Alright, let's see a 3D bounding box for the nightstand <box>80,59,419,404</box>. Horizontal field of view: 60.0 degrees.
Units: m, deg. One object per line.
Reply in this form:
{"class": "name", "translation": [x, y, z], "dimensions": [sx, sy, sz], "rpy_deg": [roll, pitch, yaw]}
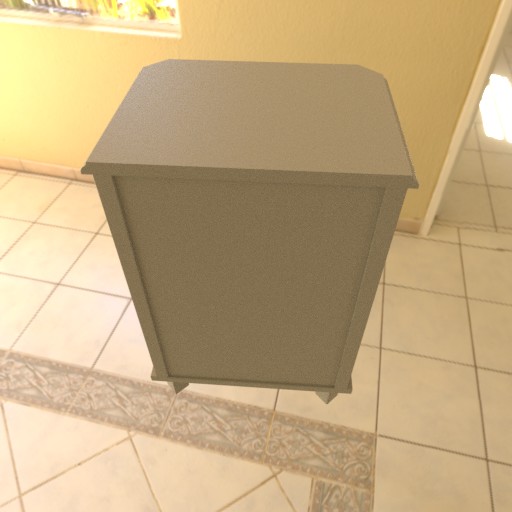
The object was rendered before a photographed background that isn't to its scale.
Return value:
{"class": "nightstand", "translation": [0.000, 0.000, 0.940], "dimensions": [0.450, 0.680, 0.350], "rpy_deg": [3, 46, 3]}
